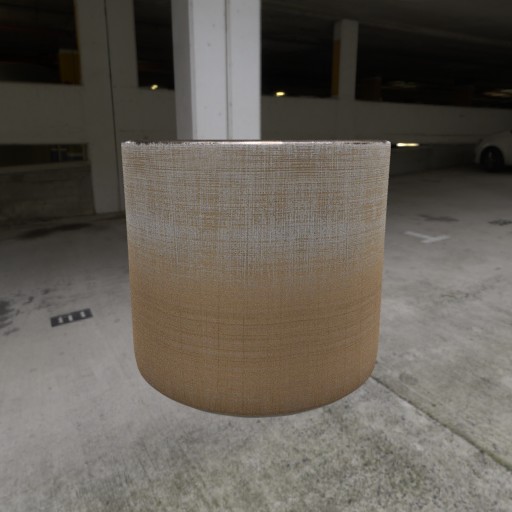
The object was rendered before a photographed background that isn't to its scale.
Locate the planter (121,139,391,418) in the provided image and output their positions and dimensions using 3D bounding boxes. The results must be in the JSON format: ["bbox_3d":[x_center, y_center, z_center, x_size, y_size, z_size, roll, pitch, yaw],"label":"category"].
[{"bbox_3d":[0.000,0.000,0.396,0.221,0.201,0.221,0,15,0],"label":"planter"}]
